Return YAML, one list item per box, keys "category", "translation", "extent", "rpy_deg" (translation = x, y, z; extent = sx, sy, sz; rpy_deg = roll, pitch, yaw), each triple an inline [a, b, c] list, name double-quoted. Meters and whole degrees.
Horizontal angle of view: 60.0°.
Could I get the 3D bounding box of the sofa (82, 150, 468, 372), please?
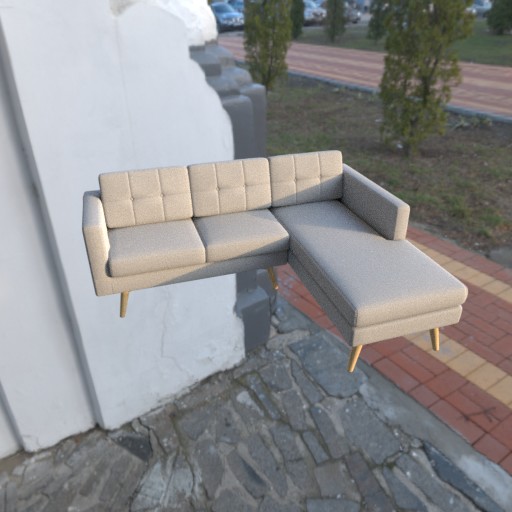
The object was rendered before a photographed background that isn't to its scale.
- category: "sofa"
  translation: [0.000, 0.000, 2.841]
  extent: [2.040, 0.860, 1.530]
  rpy_deg: [-9, 31, -15]
